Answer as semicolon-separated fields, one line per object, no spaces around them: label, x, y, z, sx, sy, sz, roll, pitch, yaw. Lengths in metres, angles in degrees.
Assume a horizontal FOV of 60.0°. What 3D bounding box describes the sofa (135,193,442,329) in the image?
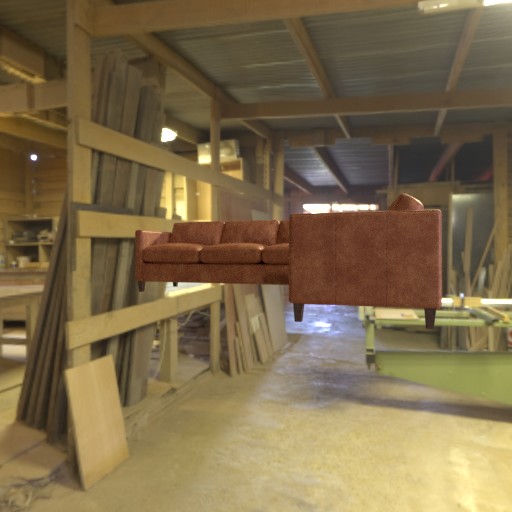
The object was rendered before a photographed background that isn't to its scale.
sofa;0.000;0.000;4.250;3.167;0.838;2.438;0;1;19
